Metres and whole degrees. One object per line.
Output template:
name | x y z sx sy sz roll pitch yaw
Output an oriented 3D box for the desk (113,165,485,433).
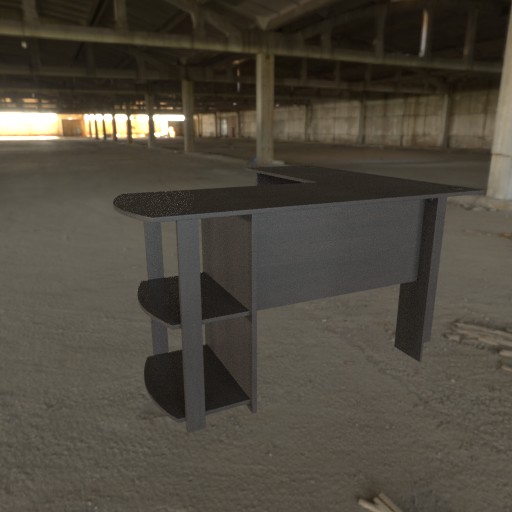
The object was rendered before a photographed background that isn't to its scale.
desk | 0.000 0.000 2.117 1.361 0.716 1.303 -7 18 -24
